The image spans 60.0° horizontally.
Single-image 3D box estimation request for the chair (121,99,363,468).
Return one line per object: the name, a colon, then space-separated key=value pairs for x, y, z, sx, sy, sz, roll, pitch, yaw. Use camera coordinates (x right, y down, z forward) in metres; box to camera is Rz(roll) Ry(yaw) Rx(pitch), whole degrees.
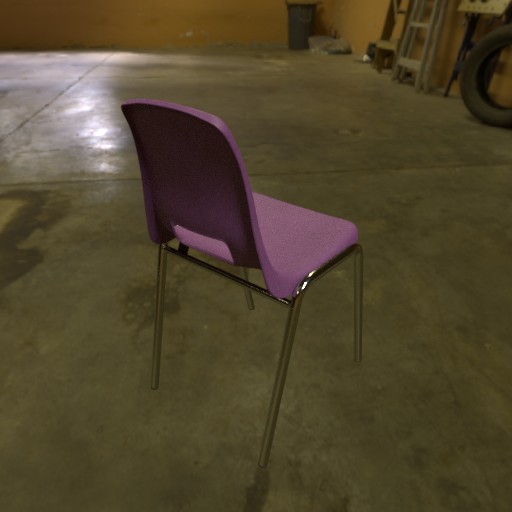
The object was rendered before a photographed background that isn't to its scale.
chair: x=0.000 y=0.000 z=0.952 sx=0.381 sy=0.704 sz=0.432 roll=22 pitch=37 yaw=32
